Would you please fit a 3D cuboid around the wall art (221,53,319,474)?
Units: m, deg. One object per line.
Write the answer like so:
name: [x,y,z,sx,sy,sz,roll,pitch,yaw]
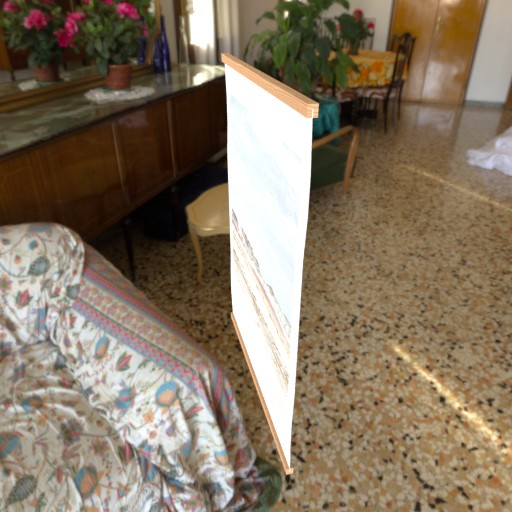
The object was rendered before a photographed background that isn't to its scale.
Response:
wall art: [0.000,0.000,1.307,0.020,1.016,0.739,-8,32,-13]
